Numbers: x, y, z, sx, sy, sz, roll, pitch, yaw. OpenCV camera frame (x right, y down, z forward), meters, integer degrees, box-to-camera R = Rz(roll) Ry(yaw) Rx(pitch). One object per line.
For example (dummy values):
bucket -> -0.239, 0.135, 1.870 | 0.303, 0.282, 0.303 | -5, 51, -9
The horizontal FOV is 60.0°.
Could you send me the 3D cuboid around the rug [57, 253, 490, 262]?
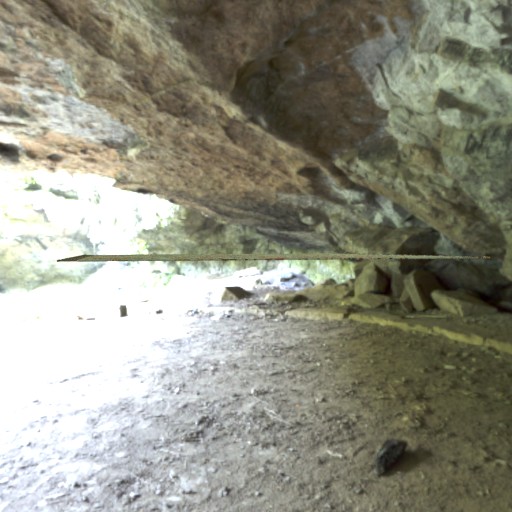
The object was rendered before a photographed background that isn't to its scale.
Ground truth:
rug -> 0.000, 0.000, 4.316 | 3.274, 0.015, 2.439 | 0, 1, -17
